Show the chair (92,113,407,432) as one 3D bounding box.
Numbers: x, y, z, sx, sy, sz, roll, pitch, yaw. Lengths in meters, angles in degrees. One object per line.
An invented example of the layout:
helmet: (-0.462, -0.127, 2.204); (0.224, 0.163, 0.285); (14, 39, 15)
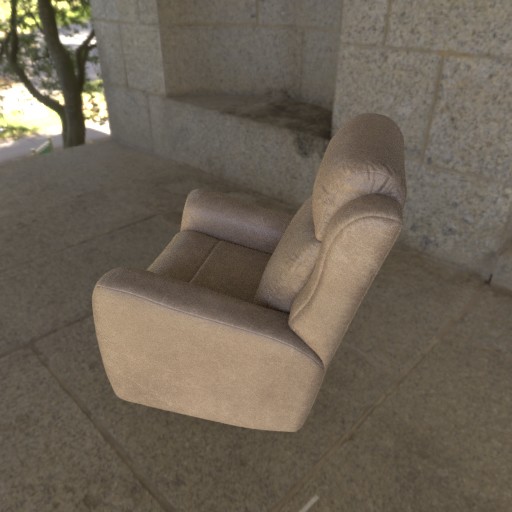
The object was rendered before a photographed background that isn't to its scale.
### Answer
chair: (0.000, 0.000, 1.879); (1.068, 1.116, 0.967); (8, 32, 13)
